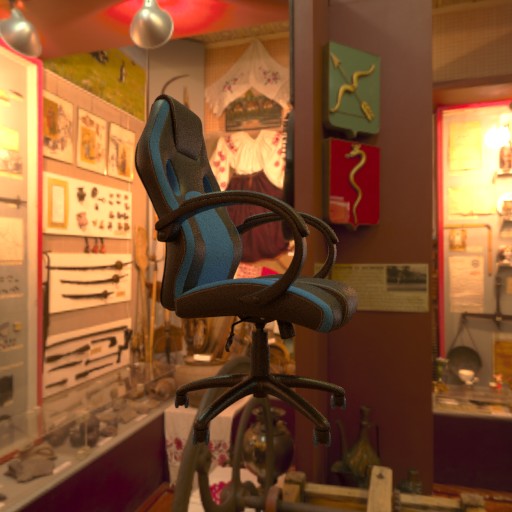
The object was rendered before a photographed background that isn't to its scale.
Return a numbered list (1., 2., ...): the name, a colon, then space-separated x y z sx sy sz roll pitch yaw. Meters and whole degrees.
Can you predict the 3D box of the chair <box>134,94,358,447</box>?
1. chair: 0.000 0.000 1.631 0.724 1.187 0.673 0 -1 18
